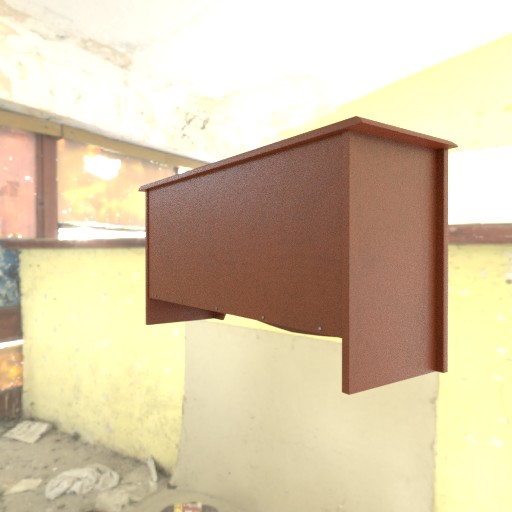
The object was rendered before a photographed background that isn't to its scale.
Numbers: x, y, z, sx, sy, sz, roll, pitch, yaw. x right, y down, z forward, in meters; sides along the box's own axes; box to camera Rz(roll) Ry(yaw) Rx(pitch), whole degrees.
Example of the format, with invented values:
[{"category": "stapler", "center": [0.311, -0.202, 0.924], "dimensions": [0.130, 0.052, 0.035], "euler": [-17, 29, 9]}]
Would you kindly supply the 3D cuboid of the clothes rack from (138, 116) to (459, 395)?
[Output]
[{"category": "clothes rack", "center": [0.000, 0.000, 1.525], "dimensions": [0.362, 0.594, 1.251], "euler": [0, 1, -36]}]
